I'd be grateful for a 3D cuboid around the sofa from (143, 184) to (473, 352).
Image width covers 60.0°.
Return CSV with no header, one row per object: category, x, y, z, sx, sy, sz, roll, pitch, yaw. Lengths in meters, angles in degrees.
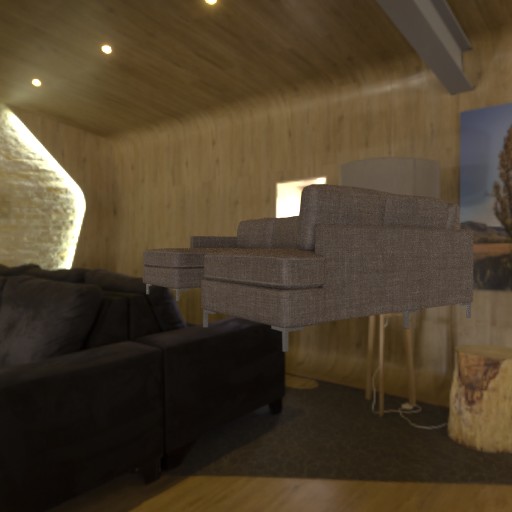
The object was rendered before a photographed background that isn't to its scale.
sofa,0.000,0.000,4.438,2.048,0.999,3.423,-1,1,-35
